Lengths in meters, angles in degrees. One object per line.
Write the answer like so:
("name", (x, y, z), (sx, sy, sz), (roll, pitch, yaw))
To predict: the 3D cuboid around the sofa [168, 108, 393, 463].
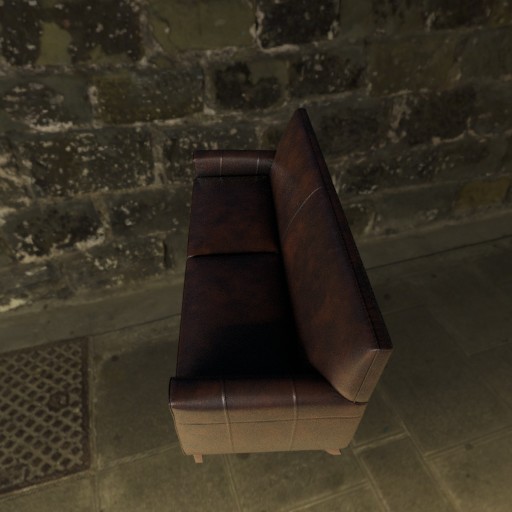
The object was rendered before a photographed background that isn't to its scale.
("sofa", (0.000, 0.000, 2.448), (0.786, 0.871, 1.995), (-2, 40, -3))
